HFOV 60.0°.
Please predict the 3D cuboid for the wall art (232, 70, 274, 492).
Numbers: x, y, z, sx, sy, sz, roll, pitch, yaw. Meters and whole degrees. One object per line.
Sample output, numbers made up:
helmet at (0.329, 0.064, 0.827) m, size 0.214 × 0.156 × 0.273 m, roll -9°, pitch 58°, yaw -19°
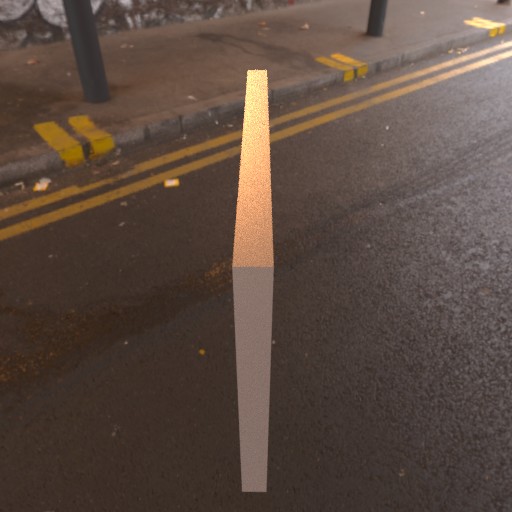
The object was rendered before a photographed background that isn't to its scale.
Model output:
wall art at (0.000, 0.000, 1.371) m, size 0.066 × 0.801 × 1.056 m, roll 0°, pitch 39°, yaw 0°
